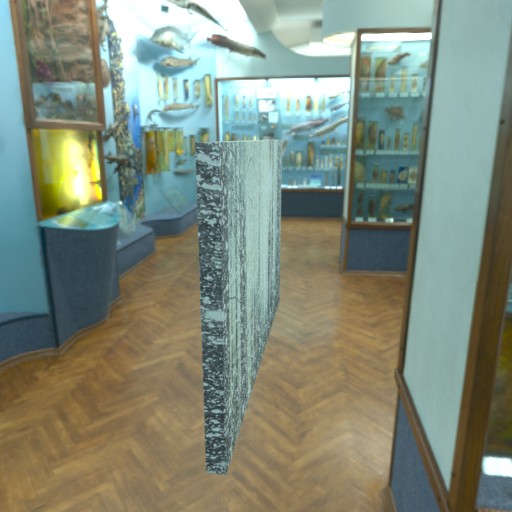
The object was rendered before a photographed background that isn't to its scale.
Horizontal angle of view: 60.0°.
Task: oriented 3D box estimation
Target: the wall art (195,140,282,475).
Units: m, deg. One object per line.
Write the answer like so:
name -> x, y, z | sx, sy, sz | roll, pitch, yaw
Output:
wall art -> 0.000, 0.000, 1.186 | 0.038, 0.598, 0.919 | 2, 15, 9
